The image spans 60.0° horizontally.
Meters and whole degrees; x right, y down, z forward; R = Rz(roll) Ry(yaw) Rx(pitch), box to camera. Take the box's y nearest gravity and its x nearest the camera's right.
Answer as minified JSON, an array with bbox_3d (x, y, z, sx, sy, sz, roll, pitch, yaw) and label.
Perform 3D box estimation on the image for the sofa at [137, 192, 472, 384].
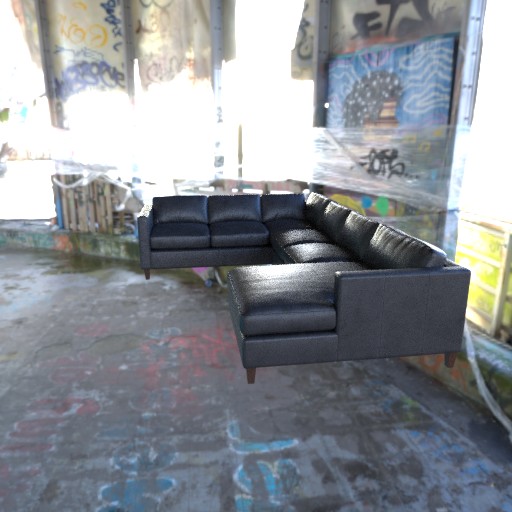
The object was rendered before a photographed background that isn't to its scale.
[{"bbox_3d":[0.000,0.000,4.454,2.452,0.891,3.324,-2,15,-8],"label":"sofa"}]
